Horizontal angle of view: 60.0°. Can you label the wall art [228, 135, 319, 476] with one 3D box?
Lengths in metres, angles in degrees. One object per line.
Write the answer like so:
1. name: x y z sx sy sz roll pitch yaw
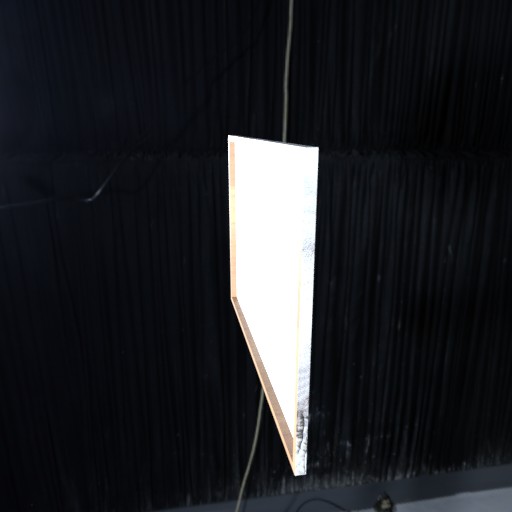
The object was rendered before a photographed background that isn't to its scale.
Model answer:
1. wall art: 0.000 0.000 1.190 0.023 0.607 0.914 -3 17 -10
